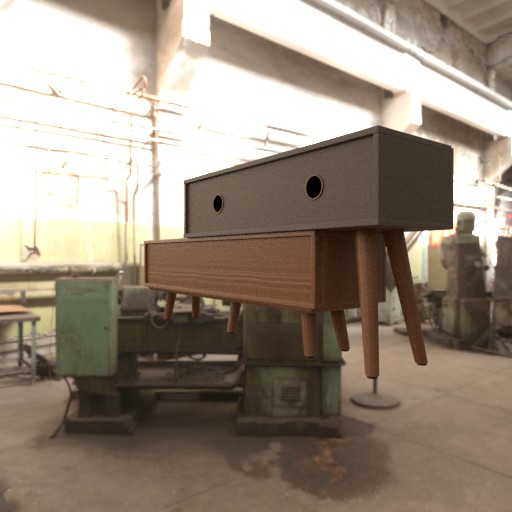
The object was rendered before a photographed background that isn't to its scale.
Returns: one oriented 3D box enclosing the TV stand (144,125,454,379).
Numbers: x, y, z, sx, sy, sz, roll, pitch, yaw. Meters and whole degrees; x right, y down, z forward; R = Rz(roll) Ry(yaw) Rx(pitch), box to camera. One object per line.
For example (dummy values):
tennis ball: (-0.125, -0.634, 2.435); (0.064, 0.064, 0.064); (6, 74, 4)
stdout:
TV stand: (0.000, 0.000, 1.627); (0.329, 0.591, 1.336); (0, 0, -37)
